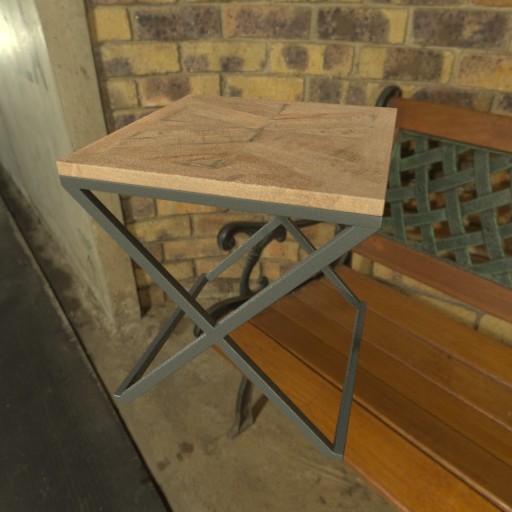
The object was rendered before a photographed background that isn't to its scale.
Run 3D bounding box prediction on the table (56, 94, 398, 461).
[{"bbox_3d":[0.000,0.000,0.966,0.498,0.550,0.499,9,33,14],"label":"table"}]
